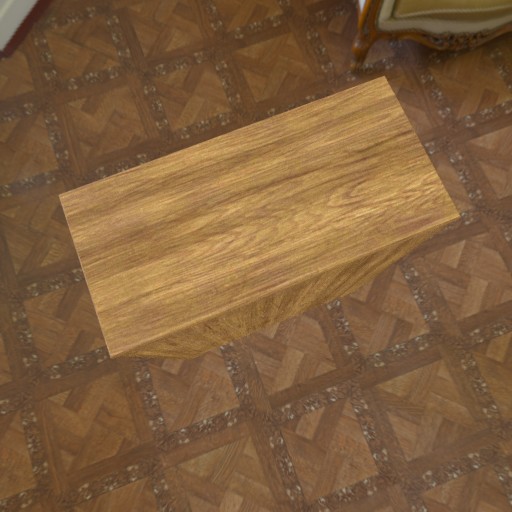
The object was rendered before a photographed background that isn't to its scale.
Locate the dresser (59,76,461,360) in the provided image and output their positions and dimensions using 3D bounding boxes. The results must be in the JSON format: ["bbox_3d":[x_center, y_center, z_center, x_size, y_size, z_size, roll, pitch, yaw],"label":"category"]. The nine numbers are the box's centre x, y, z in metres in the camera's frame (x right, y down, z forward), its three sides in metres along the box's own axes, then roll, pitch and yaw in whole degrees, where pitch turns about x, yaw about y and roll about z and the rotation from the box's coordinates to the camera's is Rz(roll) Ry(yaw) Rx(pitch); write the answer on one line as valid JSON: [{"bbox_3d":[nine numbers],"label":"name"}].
[{"bbox_3d":[0.000,0.000,2.009,1.081,1.431,0.558,-21,77,-5],"label":"dresser"}]
